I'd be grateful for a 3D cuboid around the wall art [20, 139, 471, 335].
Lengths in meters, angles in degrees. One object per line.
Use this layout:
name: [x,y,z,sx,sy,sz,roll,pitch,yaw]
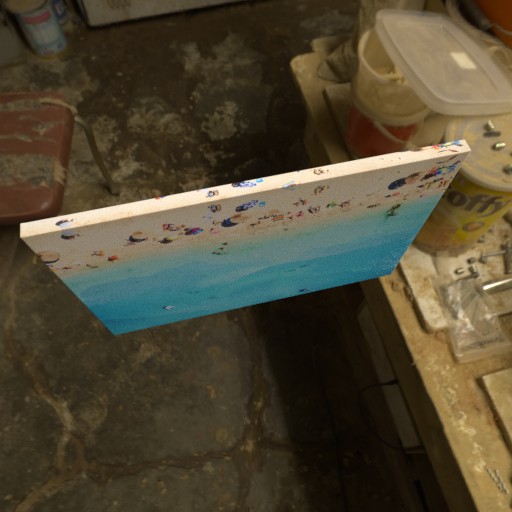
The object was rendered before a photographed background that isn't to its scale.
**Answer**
wall art: [0.000,0.000,1.438,1.136,0.769,0.040,-12,64,-6]
